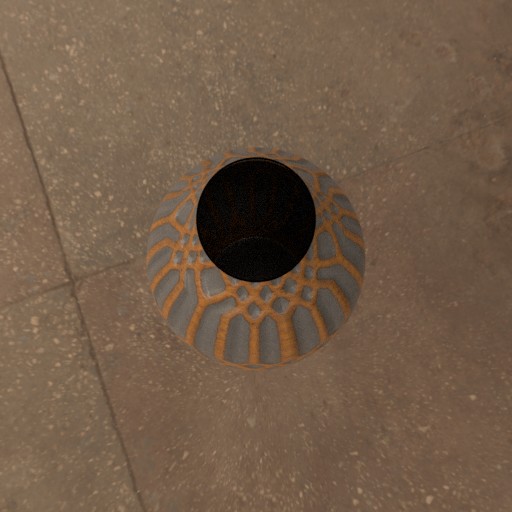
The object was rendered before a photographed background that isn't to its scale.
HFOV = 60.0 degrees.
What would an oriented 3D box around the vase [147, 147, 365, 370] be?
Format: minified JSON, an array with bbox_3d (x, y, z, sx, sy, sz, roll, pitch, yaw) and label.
[{"bbox_3d":[0.000,0.000,0.138,0.069,0.088,0.069,0,76,0],"label":"vase"}]
